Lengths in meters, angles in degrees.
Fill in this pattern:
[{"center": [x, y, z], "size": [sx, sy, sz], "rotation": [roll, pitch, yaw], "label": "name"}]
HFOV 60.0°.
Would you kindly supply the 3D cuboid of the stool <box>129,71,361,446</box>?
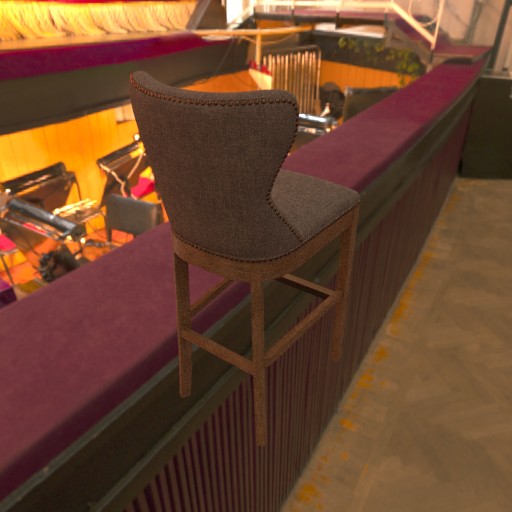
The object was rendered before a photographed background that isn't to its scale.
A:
[{"center": [0.000, 0.000, 1.425], "size": [0.494, 1.123, 0.606], "rotation": [20, 36, 30], "label": "stool"}]
